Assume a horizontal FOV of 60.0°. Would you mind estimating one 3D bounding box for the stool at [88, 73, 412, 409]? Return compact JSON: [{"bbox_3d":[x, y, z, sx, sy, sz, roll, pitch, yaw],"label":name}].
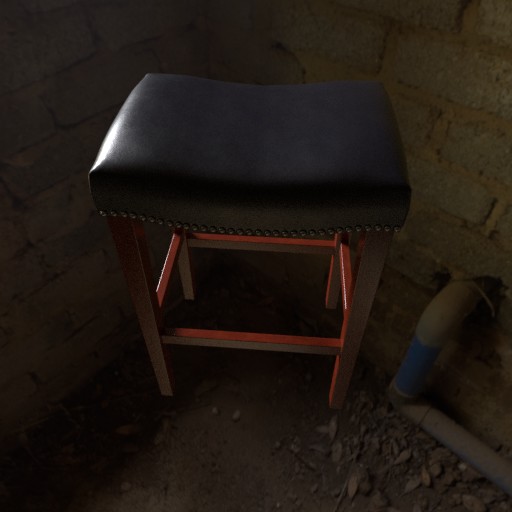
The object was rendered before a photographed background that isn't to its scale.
[{"bbox_3d":[0.000,0.000,1.034,0.504,0.742,0.372,3,46,3],"label":"stool"}]
